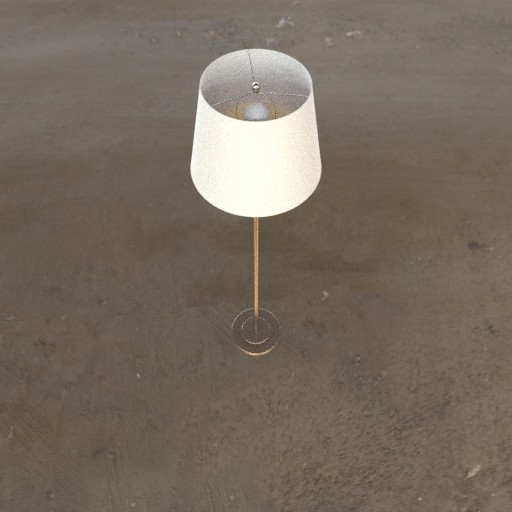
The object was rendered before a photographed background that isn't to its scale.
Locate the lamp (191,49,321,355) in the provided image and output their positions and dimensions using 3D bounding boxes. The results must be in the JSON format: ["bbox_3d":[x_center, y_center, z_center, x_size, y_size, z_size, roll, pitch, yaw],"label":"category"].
[{"bbox_3d":[0.000,0.000,1.615,0.355,1.473,0.355,0,58,0],"label":"lamp"}]
